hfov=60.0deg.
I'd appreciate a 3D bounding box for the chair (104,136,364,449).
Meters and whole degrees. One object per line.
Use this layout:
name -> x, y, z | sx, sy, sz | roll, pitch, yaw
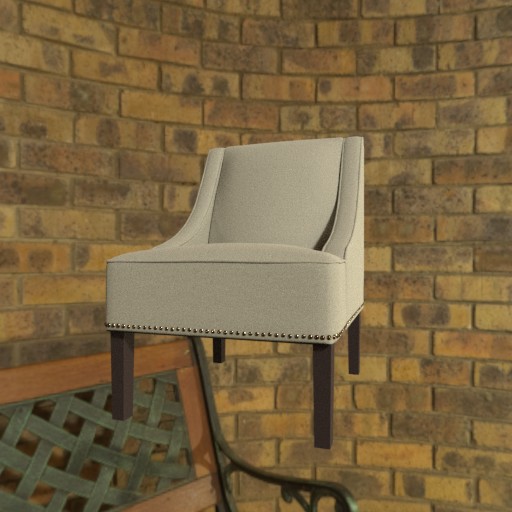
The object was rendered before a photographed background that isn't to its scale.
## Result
chair -> 0.000, 0.000, 1.384 | 0.610, 0.864, 0.737 | 0, 0, 18
